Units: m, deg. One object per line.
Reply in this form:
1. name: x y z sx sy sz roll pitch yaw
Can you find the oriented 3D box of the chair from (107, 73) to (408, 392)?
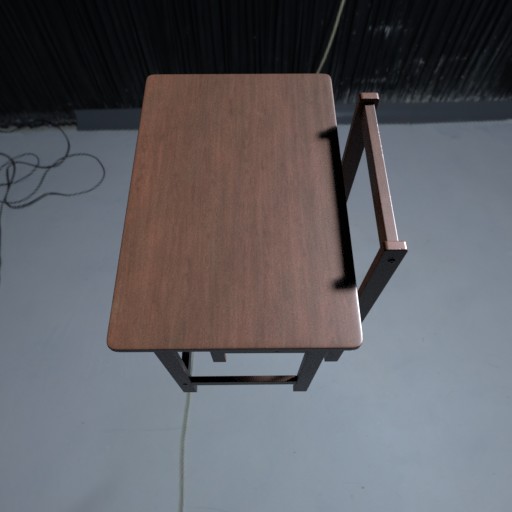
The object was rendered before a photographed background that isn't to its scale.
1. chair: 0.000 0.000 1.049 0.463 0.673 0.599 0 62 0
